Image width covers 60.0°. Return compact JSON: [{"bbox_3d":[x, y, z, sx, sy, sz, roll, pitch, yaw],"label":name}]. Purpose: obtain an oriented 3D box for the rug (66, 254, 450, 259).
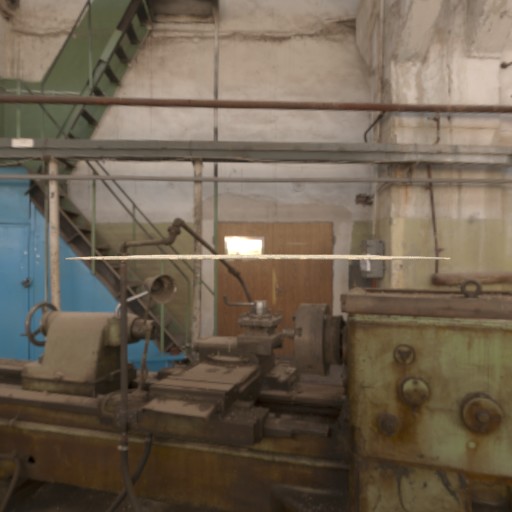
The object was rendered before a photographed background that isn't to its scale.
[{"bbox_3d":[0.000,0.000,2.803,1.522,0.013,2.133,0,0,-1],"label":"rug"}]
